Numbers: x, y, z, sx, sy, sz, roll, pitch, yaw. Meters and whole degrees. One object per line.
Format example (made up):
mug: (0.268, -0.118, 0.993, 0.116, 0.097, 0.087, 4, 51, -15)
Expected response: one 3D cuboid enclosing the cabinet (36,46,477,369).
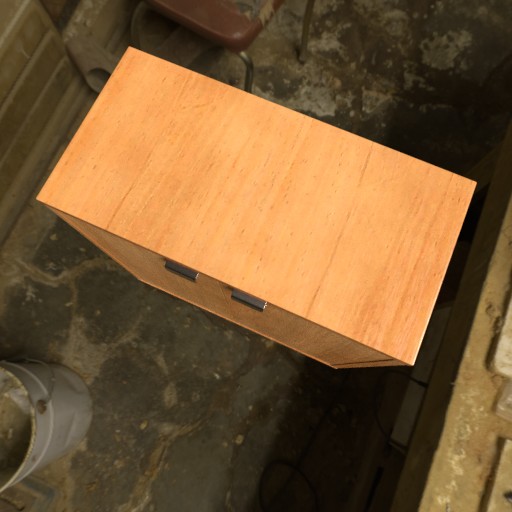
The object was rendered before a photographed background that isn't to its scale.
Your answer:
cabinet: (0.000, 0.000, 1.378, 0.800, 1.001, 0.419, 23, 77, 6)
